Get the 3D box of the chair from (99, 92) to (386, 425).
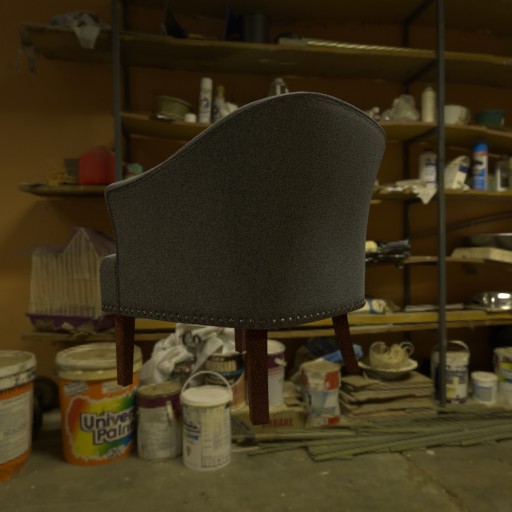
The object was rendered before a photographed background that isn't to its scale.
[{"bbox_3d":[0.000,0.000,1.423,0.704,0.815,0.798,0,1,37],"label":"chair"}]
